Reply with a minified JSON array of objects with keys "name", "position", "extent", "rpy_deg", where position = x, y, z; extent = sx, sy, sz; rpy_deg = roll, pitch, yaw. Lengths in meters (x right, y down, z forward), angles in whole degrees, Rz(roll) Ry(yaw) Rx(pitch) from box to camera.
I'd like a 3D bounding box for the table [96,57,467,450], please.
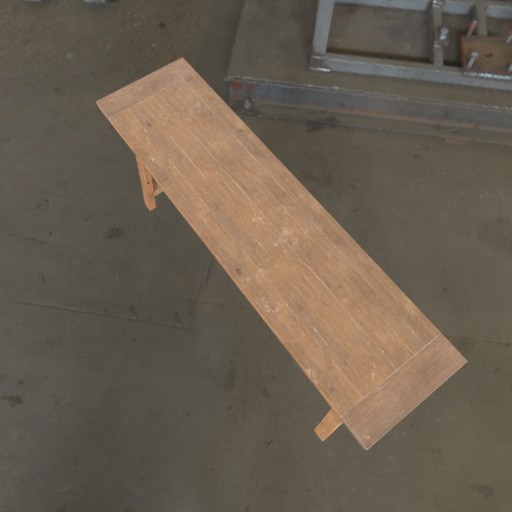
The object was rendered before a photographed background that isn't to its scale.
[{"name":"table","position":[0.000,0.000,2.127],"extent":[0.465,0.810,1.800],"rpy_deg":[-34,70,-14]}]
